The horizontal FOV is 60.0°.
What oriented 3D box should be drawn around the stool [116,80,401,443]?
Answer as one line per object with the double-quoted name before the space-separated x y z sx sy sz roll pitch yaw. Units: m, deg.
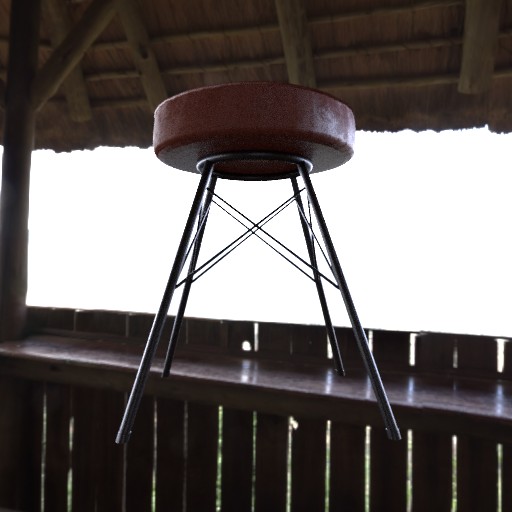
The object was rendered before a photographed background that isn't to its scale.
"stool" 0.000 0.000 0.914 0.457 0.593 0.421 0 -1 -2
